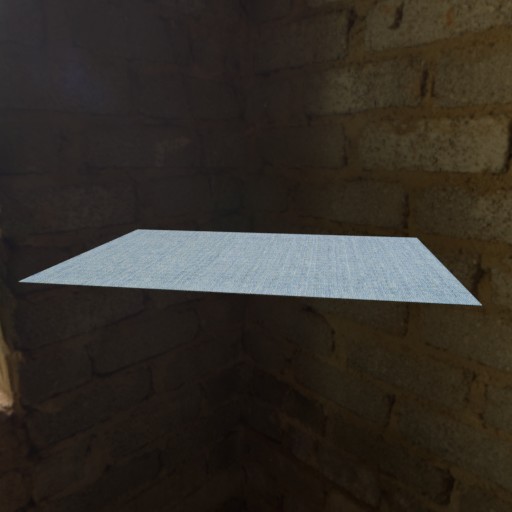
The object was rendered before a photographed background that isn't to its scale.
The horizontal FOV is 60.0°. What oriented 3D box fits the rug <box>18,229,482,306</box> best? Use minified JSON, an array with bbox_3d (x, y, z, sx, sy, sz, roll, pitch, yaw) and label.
[{"bbox_3d":[0.000,0.000,2.881,2.286,0.006,1.522,2,14,9],"label":"rug"}]
